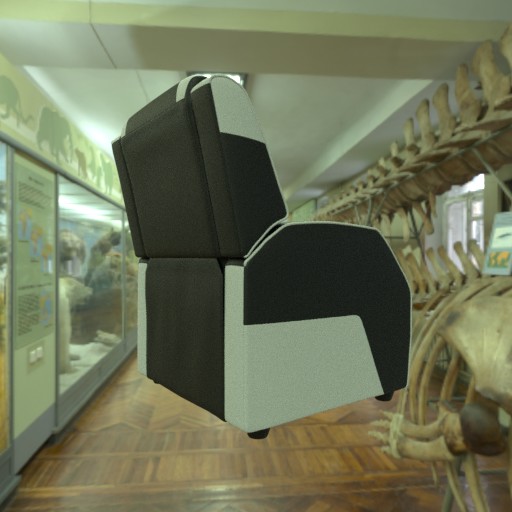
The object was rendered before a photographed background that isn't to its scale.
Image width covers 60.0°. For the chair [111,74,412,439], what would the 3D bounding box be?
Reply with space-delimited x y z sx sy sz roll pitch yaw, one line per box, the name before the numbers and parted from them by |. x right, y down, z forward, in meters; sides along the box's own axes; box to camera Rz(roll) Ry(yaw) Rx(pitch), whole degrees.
chair | 0.000 0.000 1.310 0.672 0.805 0.620 0 0 -36
